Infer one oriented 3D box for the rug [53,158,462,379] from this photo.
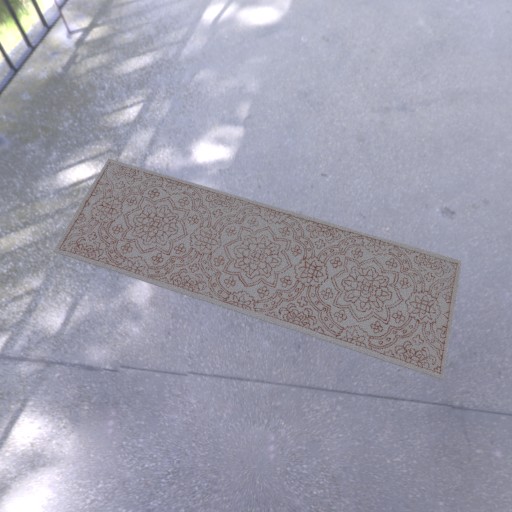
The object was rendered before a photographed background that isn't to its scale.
[{"bbox_3d":[0.000,0.000,2.772,2.448,0.012,0.769,17,66,8],"label":"rug"}]
